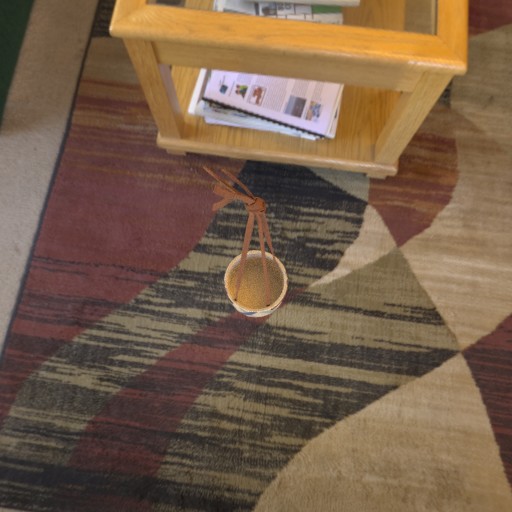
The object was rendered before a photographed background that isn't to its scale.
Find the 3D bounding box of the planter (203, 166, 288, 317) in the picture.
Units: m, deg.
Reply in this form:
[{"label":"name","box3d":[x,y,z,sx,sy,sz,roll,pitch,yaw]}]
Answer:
[{"label":"planter","box3d":[0.000,0.000,0.836,0.157,0.753,0.153,-10,76,-3]}]
